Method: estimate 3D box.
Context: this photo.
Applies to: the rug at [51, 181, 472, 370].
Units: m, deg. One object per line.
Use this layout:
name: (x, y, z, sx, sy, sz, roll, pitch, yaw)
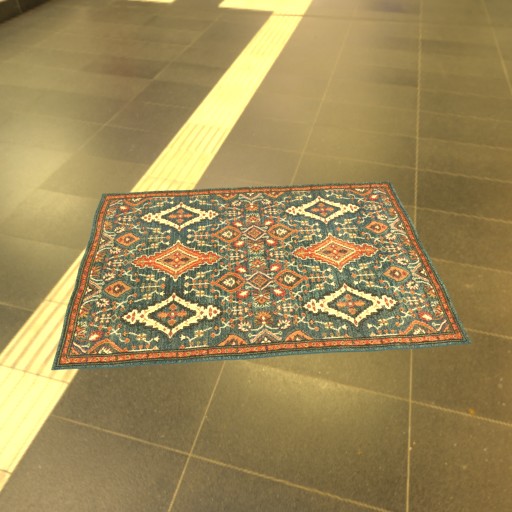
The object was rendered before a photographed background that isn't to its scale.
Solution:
rug: (0.000, 0.000, 3.034, 2.373, 0.009, 1.622, -3, 44, -3)
